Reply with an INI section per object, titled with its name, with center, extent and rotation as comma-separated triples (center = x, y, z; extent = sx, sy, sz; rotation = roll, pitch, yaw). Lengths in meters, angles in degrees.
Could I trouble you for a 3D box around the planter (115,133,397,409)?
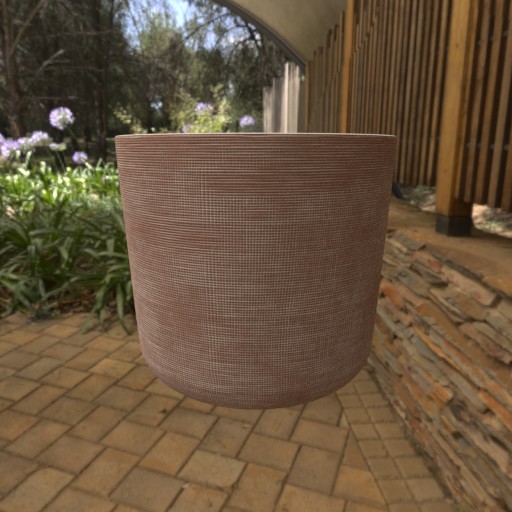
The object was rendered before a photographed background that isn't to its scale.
[planter]
center = 0.000, 0.000, 0.769
extent = 0.440, 0.398, 0.440
rotation = 0, 14, 0
